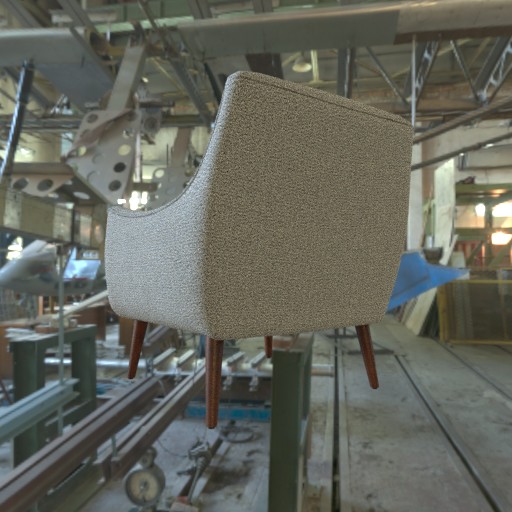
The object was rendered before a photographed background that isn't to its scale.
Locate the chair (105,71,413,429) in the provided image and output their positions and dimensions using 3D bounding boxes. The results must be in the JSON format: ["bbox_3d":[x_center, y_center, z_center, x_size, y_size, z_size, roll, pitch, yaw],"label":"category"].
[{"bbox_3d":[0.000,0.000,1.430,0.762,0.838,0.787,1,-1,-35],"label":"chair"}]
